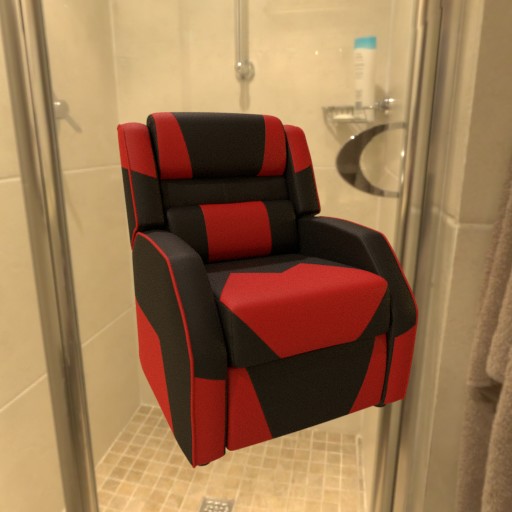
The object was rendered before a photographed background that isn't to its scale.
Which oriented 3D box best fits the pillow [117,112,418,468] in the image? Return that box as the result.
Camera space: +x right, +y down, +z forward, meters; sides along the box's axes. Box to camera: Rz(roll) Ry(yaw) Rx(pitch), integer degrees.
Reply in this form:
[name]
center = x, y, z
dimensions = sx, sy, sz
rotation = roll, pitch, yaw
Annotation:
[pillow]
center = 0.000, 0.000, 1.260
dimensions = 0.620, 0.805, 0.672
rotation = -7, 16, -25
